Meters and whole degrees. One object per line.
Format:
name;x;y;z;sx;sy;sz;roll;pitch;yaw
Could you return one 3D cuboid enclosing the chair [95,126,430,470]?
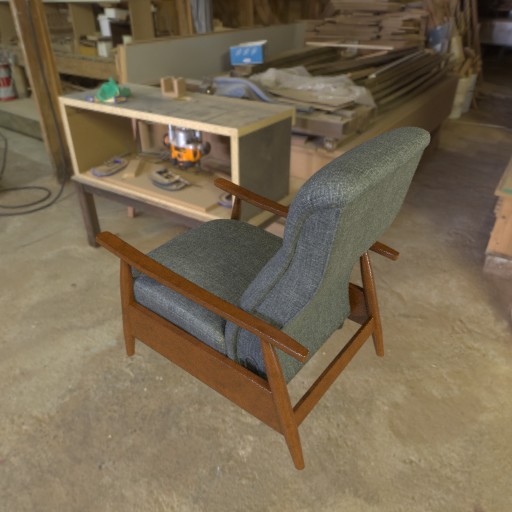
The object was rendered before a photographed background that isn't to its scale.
chair;0.000;0.000;1.784;1.030;1.082;0.762;22;38;31
